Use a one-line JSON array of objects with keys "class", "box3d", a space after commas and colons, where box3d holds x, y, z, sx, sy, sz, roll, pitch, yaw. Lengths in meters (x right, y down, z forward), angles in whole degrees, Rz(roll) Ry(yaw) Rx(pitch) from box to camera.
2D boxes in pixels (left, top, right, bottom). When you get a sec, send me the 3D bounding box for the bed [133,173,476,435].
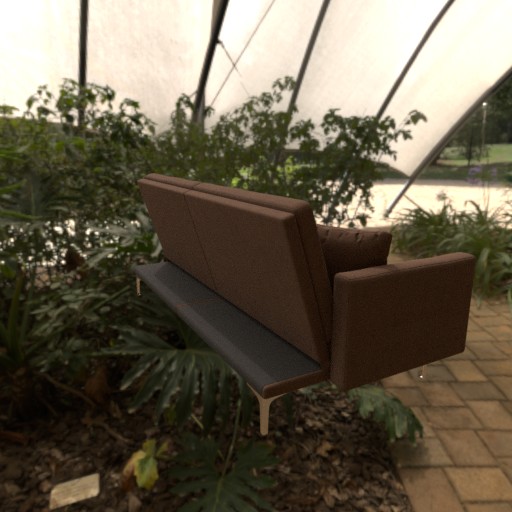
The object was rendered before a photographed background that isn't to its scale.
[{"class": "bed", "box3d": [0.000, 0.000, 2.323, 0.889, 0.787, 1.905, -8, 16, -28]}]
